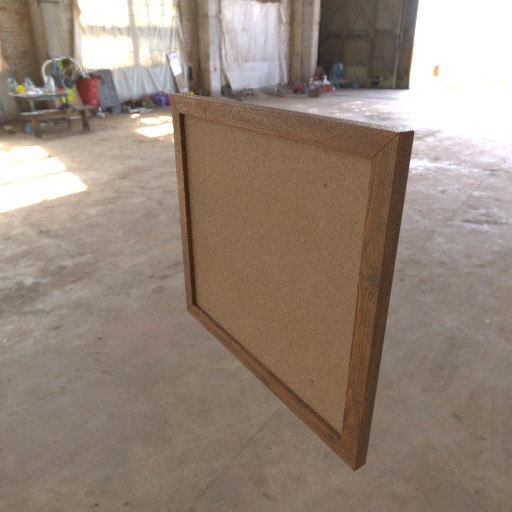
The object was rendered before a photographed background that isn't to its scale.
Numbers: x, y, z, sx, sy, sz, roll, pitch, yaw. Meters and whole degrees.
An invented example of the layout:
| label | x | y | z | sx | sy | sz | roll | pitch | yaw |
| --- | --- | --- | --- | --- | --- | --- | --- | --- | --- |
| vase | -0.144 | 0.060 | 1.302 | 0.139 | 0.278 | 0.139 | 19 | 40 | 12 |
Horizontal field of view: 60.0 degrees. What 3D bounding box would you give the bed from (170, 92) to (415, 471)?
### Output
| label | x | y | z | sx | sy | sz | roll | pitch | yaw |
| --- | --- | --- | --- | --- | --- | --- | --- | --- | --- |
| bed | 0.000 | 0.000 | 1.462 | 0.046 | 0.942 | 1.046 | -16 | 30 | -31 |
